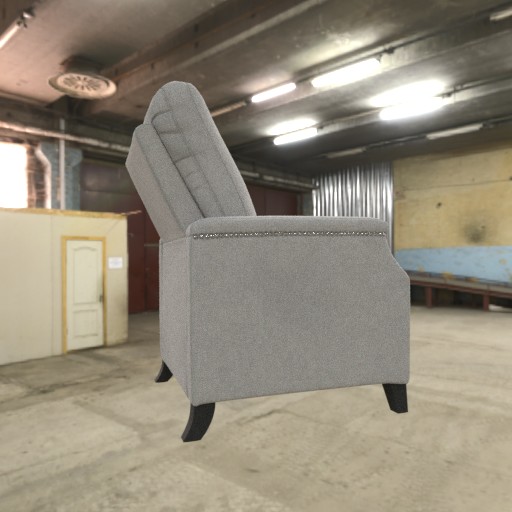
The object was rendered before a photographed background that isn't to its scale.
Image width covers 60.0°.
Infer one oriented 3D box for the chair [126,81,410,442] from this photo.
[{"bbox_3d":[0.000,0.000,1.667,0.922,1.049,0.710,0,-1,-19],"label":"chair"}]
